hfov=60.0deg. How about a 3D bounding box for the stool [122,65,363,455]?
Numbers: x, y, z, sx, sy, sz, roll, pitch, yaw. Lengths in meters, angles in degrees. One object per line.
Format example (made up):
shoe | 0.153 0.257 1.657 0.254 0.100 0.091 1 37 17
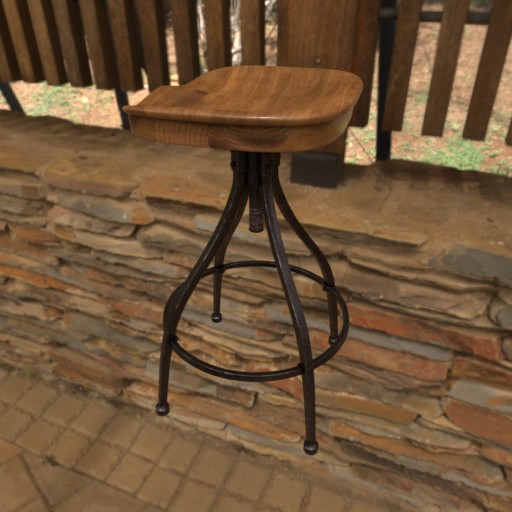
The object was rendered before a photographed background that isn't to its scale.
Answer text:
stool | 0.000 0.000 0.942 0.424 0.694 0.432 9 32 14
